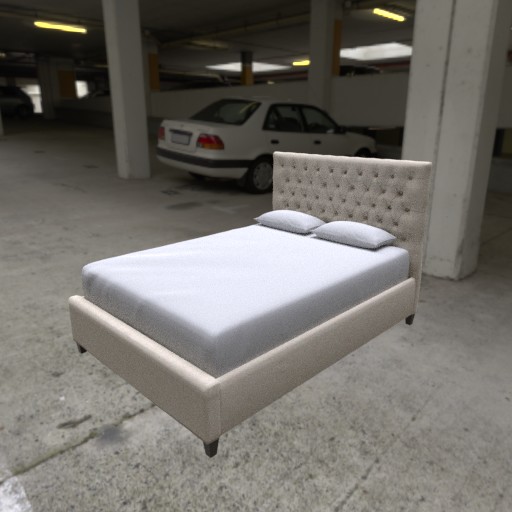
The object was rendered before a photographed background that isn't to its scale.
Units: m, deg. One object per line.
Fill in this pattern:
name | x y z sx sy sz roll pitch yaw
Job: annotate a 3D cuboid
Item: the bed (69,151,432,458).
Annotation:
bed | 0.000 0.000 3.518 1.698 1.427 2.387 16 24 42
